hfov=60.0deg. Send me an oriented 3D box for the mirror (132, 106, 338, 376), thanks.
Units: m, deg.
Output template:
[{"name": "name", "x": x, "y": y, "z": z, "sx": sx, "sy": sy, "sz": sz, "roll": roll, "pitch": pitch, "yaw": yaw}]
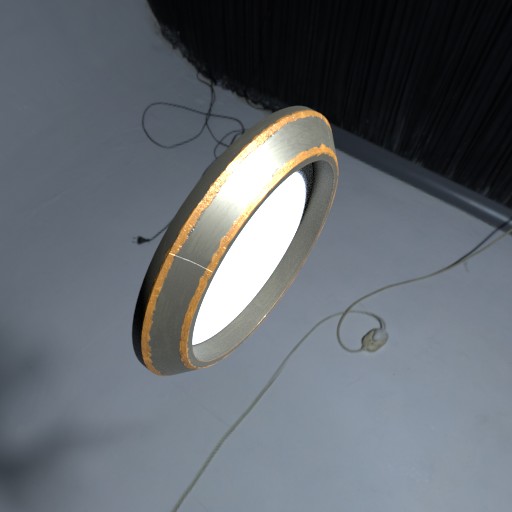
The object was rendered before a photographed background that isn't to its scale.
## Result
[{"name": "mirror", "x": 0.000, "y": 0.000, "z": 1.365, "sx": 0.111, "sy": 0.907, "sz": 0.907, "roll": 33, "pitch": 64, "yaw": 19}]
